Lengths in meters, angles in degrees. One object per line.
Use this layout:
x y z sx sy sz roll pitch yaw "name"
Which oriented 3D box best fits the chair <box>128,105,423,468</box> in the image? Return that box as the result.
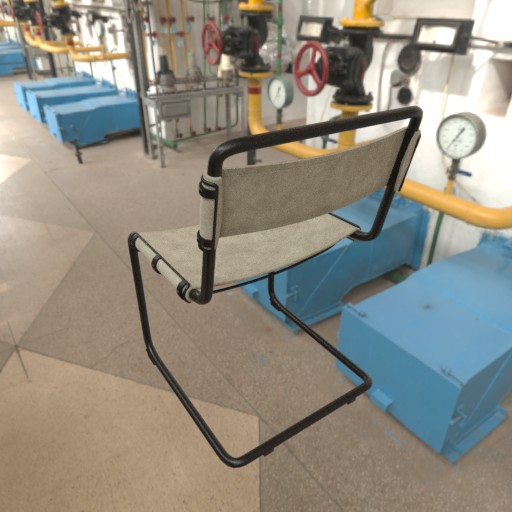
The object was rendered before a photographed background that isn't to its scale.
0.000 0.000 1.083 0.499 0.747 0.497 -19 35 -29 "chair"
